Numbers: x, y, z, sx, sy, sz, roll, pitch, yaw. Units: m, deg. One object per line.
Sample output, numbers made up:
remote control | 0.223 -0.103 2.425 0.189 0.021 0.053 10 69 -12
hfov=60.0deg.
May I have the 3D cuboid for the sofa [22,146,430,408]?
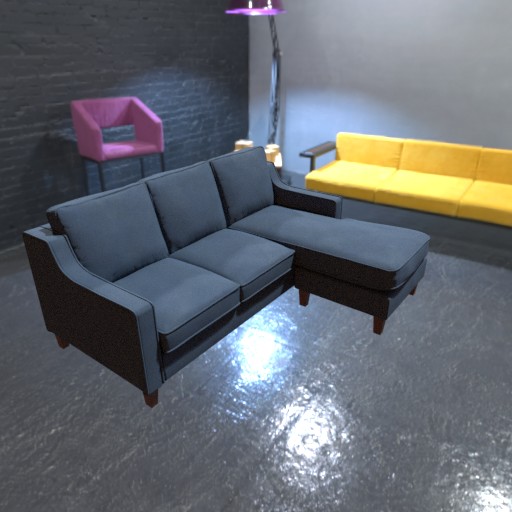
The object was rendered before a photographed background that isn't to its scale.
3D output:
sofa | 0.000 0.000 3.186 1.858 1.066 2.317 18 31 33
